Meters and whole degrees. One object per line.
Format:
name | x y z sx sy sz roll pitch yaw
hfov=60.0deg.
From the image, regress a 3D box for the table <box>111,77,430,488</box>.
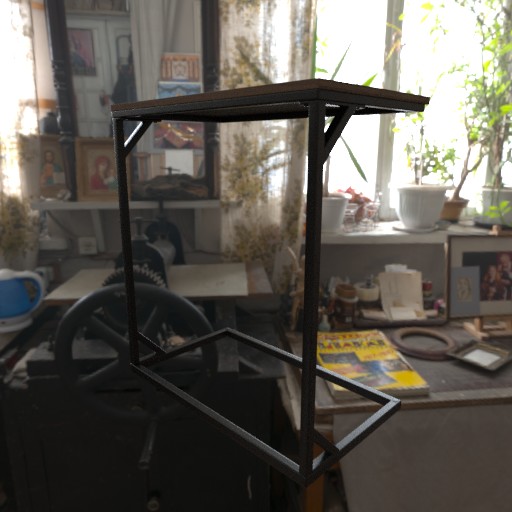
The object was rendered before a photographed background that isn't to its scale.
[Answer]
table | 0.000 0.000 1.017 0.597 0.673 0.351 14 19 43
